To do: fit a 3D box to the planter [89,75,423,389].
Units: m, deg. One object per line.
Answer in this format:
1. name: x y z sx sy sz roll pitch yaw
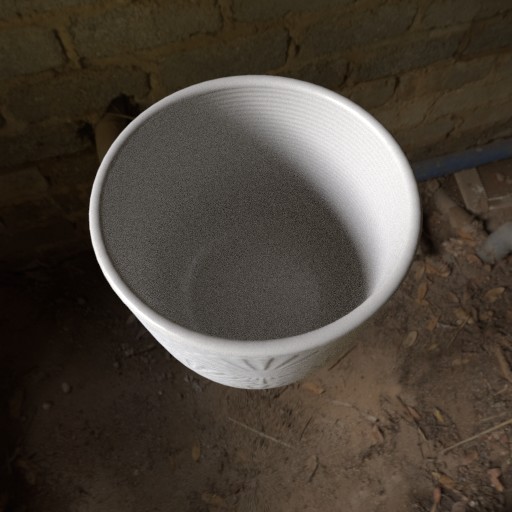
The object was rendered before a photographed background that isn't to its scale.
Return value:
1. planter: 0.000 0.000 0.214 0.124 0.109 0.124 0 63 0
